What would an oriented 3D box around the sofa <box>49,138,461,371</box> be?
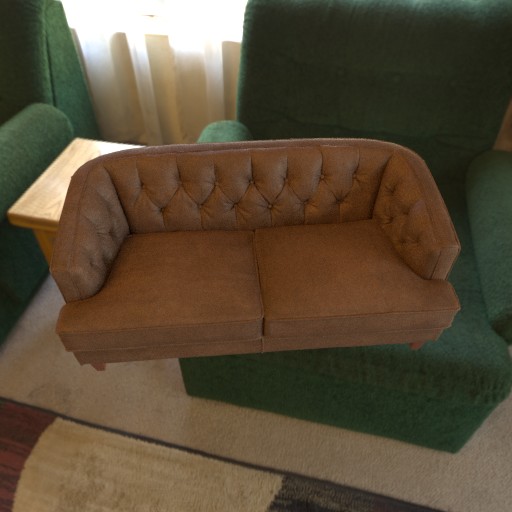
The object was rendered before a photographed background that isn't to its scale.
[{"bbox_3d":[0.000,0.000,2.224,1.767,0.799,0.917,-3,46,-3],"label":"sofa"}]
